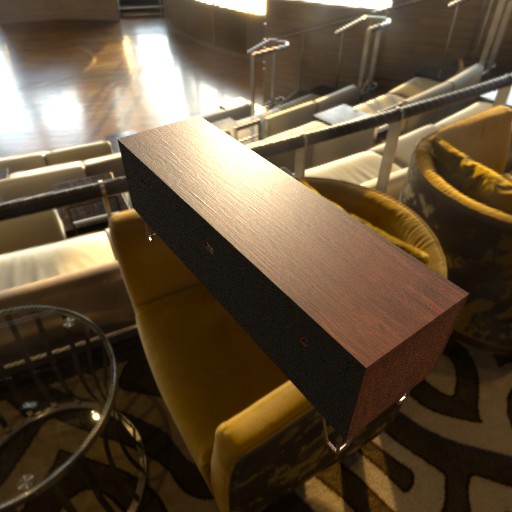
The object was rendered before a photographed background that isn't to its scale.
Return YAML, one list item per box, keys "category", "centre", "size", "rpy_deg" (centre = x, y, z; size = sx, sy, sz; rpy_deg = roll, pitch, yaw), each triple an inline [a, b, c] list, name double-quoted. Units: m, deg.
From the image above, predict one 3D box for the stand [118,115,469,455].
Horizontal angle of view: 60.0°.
- category: "stand"
  centre: [0.000, 0.000, 1.963]
  size: [0.481, 0.610, 1.626]
  rpy_deg: [-26, 47, -26]
